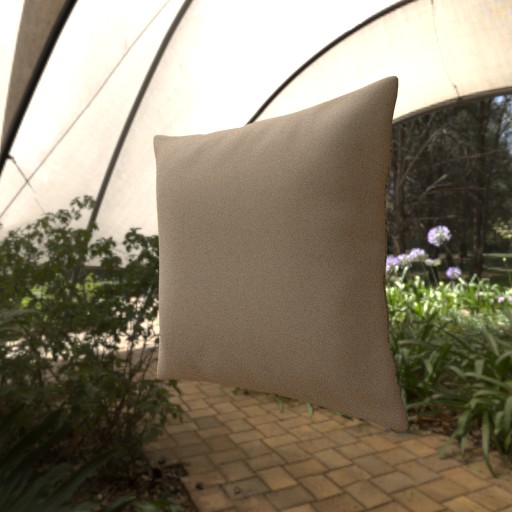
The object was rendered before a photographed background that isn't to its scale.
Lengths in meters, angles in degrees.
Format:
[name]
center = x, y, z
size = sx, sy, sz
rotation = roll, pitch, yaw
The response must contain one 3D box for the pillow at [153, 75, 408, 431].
[pillow]
center = 0.000, 0.000, 0.778
size = 0.523, 0.510, 0.166
rotation = -1, -1, 36
